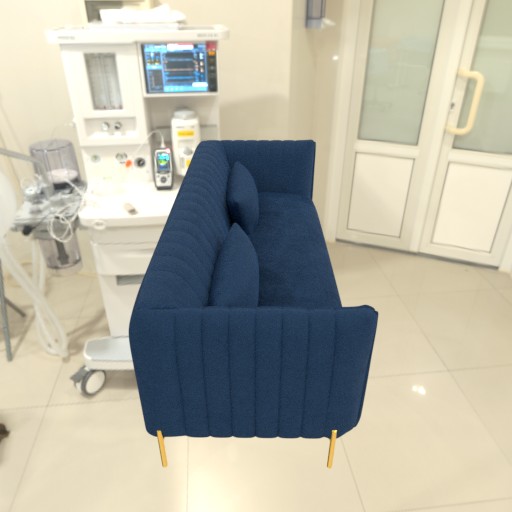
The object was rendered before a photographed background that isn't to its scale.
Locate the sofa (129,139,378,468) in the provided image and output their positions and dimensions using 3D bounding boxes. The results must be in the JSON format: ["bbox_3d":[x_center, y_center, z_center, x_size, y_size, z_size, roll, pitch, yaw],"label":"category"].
[{"bbox_3d":[0.000,0.000,2.546,0.896,0.793,2.136,0,31,0],"label":"sofa"}]
